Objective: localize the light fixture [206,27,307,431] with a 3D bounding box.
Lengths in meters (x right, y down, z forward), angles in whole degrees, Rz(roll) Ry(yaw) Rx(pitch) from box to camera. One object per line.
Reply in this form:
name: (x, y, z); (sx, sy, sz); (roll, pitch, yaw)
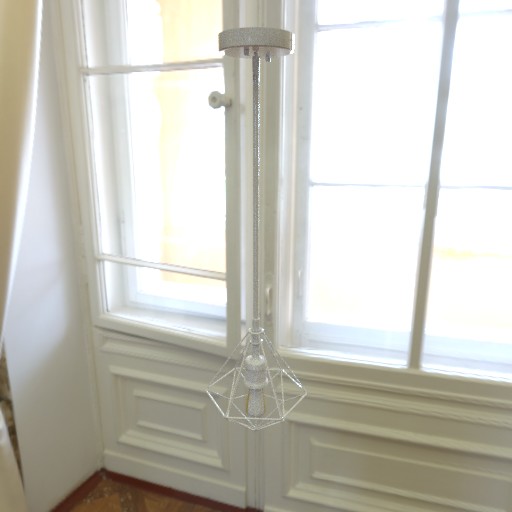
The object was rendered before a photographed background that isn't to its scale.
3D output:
light fixture: (0.000, 0.000, 1.947); (0.431, 1.764, 0.487); (-8, 17, -26)
